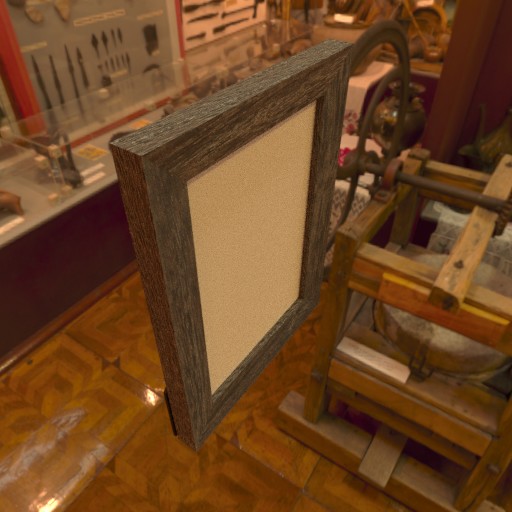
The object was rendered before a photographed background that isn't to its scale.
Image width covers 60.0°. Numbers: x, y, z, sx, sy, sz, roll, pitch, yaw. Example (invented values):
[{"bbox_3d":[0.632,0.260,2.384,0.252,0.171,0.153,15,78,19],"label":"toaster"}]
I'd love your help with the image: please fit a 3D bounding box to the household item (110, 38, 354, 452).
[{"bbox_3d":[0.000,0.000,0.270,0.020,0.210,0.160,25,47,26],"label":"household item"}]
